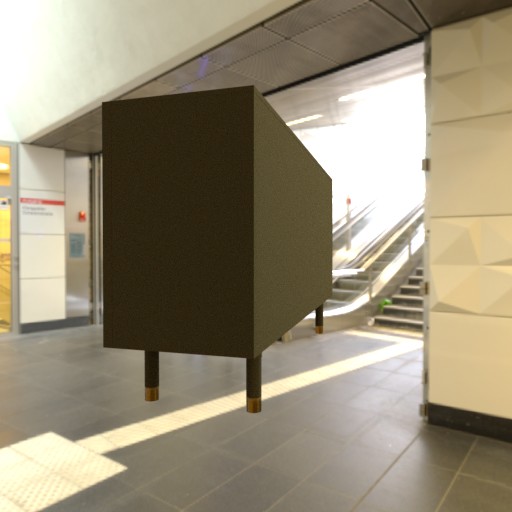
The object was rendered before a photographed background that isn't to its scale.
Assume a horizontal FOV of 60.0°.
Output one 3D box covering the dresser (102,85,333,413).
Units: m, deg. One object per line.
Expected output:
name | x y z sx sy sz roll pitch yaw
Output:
dresser | 0.000 0.000 1.914 0.463 0.872 1.558 0 1 17
